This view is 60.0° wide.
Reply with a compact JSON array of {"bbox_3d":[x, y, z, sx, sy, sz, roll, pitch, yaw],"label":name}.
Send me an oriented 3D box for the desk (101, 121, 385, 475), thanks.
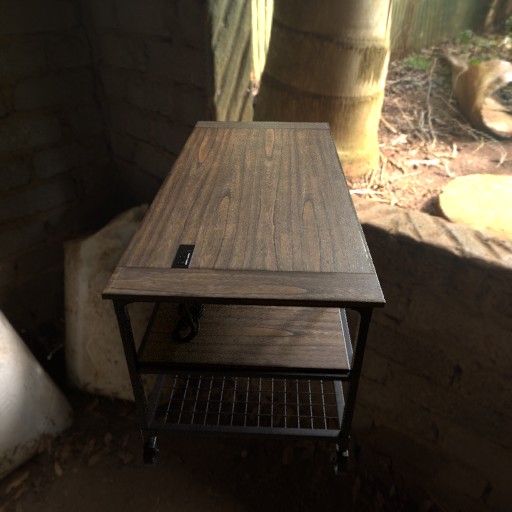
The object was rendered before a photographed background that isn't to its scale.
[{"bbox_3d":[0.000,0.000,1.964,0.711,0.751,1.590,1,33,2],"label":"desk"}]
